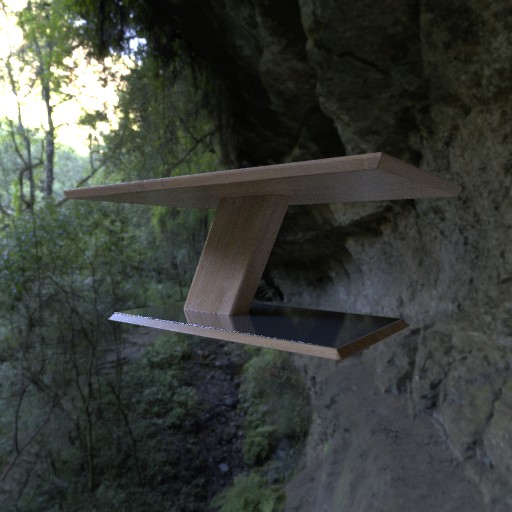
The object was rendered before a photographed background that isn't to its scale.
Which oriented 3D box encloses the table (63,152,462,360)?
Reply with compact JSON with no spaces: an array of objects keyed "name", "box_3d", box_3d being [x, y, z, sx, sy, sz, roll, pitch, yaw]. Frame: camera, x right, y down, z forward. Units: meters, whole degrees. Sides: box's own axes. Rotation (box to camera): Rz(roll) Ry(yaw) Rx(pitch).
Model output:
[{"name":"table","box_3d":[0.000,0.000,1.451,1.100,0.441,0.692,2,3,36]}]
